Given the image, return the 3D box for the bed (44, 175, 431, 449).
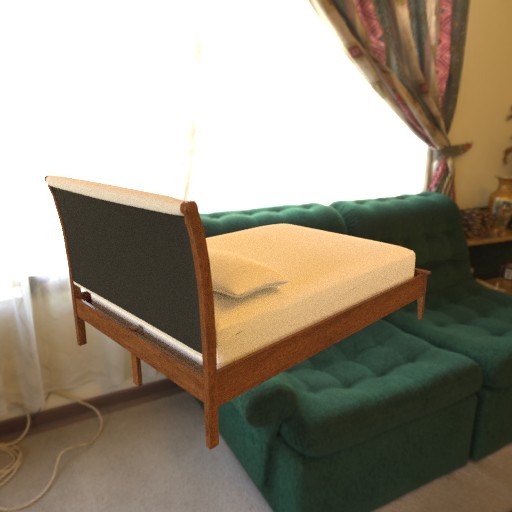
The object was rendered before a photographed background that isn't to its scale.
[{"bbox_3d":[0.000,0.000,3.277,2.380,1.250,1.612,-15,22,-42],"label":"bed"}]
